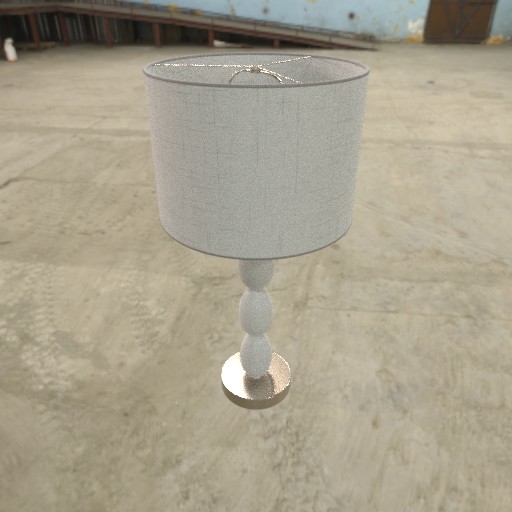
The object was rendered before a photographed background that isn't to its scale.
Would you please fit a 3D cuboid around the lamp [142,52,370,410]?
[{"bbox_3d":[0.000,0.000,0.700,0.282,0.559,0.280,22,37,32],"label":"lamp"}]
